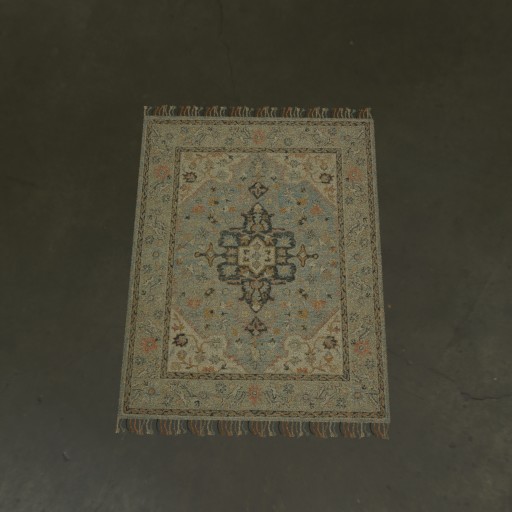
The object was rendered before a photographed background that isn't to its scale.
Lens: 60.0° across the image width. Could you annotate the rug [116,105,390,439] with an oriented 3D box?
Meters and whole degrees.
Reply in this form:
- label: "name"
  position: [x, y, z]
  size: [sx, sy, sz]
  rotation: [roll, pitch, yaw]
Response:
- label: "rug"
  position: [0.000, 0.000, 4.216]
  size: [2.379, 0.011, 3.221]
  rotation: [1, 76, 0]
